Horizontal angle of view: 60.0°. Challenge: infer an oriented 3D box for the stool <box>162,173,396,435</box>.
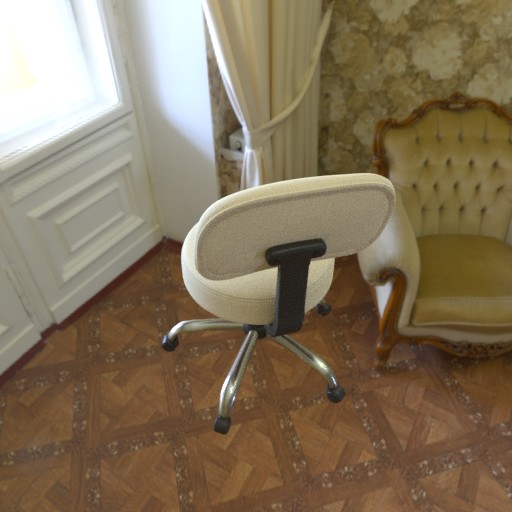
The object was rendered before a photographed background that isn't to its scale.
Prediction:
[{"bbox_3d":[0.000,0.000,1.229,0.609,0.810,0.616,-11,42,-12],"label":"stool"}]
